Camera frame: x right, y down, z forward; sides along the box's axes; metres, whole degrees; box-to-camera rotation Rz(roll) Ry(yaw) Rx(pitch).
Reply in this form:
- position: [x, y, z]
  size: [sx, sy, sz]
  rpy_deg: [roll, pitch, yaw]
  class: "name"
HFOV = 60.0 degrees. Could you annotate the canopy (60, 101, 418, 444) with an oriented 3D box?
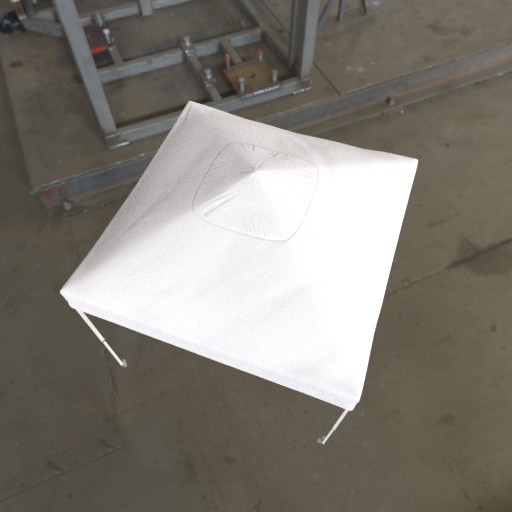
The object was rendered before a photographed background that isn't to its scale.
- position: [0.000, 0.000, 5.389]
  size: [2.996, 2.997, 2.998]
  rpy_deg: [18, 60, 11]
  class: "canopy"
